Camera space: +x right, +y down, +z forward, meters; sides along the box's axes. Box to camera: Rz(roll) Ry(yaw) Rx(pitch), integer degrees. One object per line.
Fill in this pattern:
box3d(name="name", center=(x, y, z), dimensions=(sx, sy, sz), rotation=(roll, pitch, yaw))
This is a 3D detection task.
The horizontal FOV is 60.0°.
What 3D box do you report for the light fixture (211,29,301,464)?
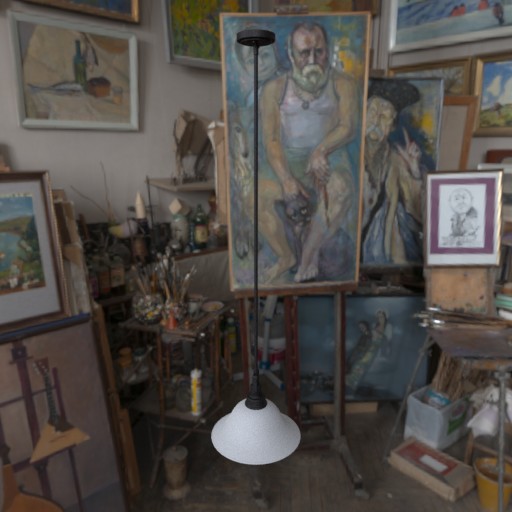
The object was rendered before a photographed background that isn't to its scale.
box3d(name="light fixture", center=(0.000, 0.000, 1.458), dimensions=(0.324, 1.337, 0.324), rotation=(2, 14, 9))
